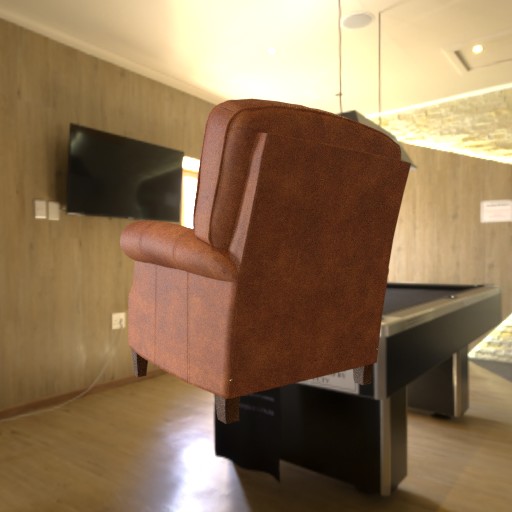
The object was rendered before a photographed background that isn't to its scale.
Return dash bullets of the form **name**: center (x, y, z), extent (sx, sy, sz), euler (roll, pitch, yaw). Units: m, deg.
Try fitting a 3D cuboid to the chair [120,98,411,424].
- **chair**: center (0.000, 0.000, 1.804), extent (0.936, 1.018, 0.986), euler (0, 1, -37)
